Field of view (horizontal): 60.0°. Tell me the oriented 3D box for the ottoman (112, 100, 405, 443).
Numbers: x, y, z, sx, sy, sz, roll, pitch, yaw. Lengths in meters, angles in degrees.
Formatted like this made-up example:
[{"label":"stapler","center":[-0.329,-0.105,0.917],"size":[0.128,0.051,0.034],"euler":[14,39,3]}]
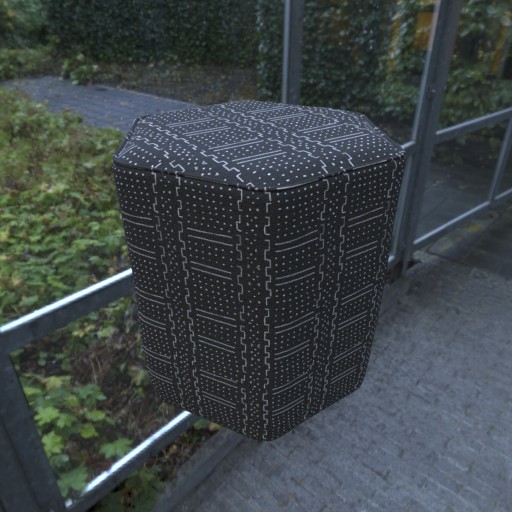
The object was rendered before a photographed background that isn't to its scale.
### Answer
[{"label":"ottoman","center":[0.000,0.000,0.863],"size":[0.494,0.502,0.443],"euler":[-20,36,-29]}]
